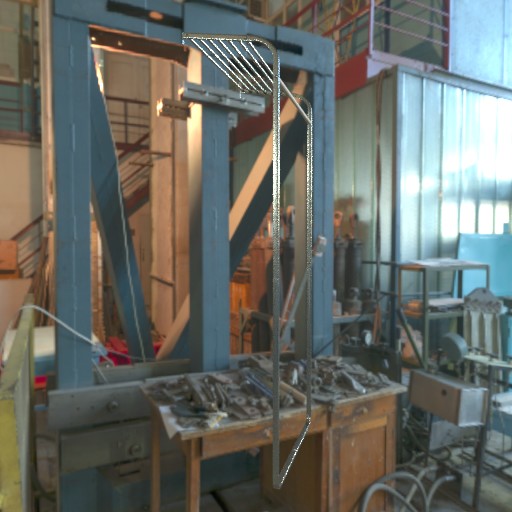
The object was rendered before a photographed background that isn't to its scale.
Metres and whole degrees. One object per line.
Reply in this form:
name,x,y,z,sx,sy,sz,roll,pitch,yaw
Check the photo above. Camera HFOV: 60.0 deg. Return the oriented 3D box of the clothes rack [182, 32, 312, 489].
clothes rack,0.000,0.000,1.804,0.349,1.574,0.609,1,2,17
